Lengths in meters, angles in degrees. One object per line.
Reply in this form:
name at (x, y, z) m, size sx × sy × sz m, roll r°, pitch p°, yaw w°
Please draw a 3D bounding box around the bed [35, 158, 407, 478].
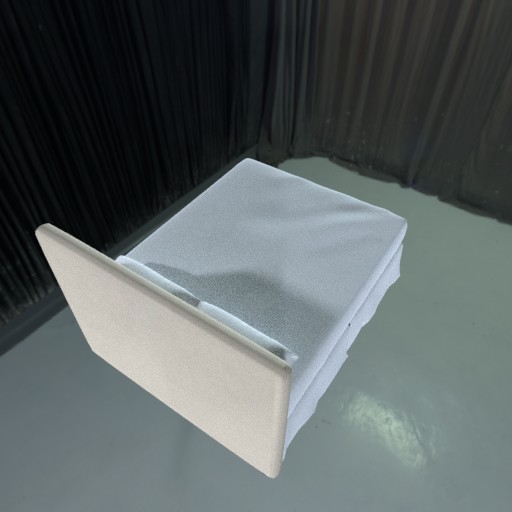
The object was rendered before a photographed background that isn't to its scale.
bed at (0.000, 0.000, 3.230) m, size 1.723 × 1.330 × 2.142 m, roll 26°, pitch 51°, yaw 23°
